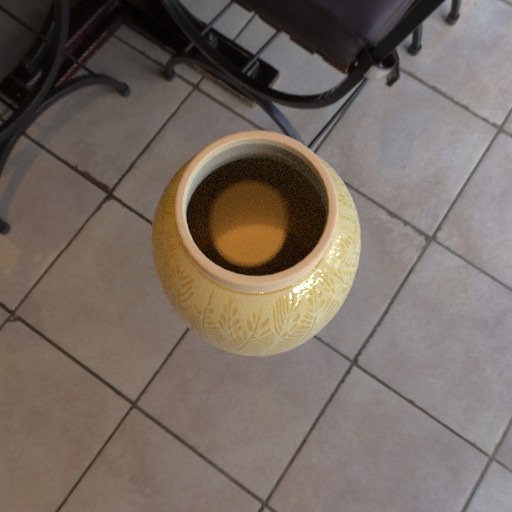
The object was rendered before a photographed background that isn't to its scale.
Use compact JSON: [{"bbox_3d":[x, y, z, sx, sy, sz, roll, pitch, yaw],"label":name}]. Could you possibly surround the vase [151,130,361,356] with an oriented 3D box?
[{"bbox_3d":[0.000,0.000,0.390,0.172,0.270,0.172,0,77,0],"label":"vase"}]
